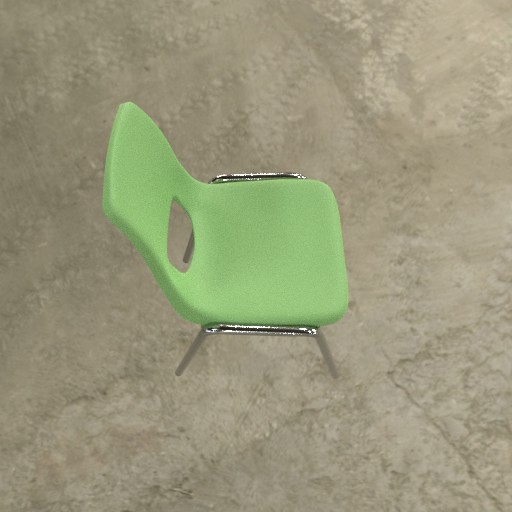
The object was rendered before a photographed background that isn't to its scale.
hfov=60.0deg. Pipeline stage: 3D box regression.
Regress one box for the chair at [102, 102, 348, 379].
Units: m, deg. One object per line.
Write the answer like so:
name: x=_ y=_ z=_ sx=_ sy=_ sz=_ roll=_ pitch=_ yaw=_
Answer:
chair: x=0.000 y=0.000 z=0.951 sx=0.436 sy=0.704 sz=0.381 roll=-1 pitch=63 yaw=0
